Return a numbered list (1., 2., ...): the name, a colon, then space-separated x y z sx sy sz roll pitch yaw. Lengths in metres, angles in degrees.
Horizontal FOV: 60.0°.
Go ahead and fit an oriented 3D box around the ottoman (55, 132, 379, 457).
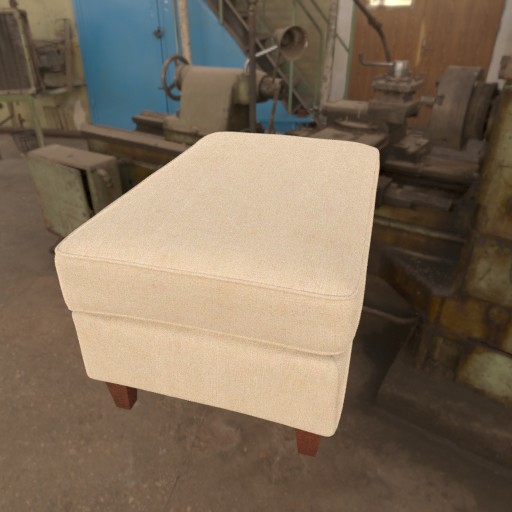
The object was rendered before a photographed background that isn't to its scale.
1. ottoman: 0.000 0.000 1.206 0.583 0.484 0.862 8 31 13
